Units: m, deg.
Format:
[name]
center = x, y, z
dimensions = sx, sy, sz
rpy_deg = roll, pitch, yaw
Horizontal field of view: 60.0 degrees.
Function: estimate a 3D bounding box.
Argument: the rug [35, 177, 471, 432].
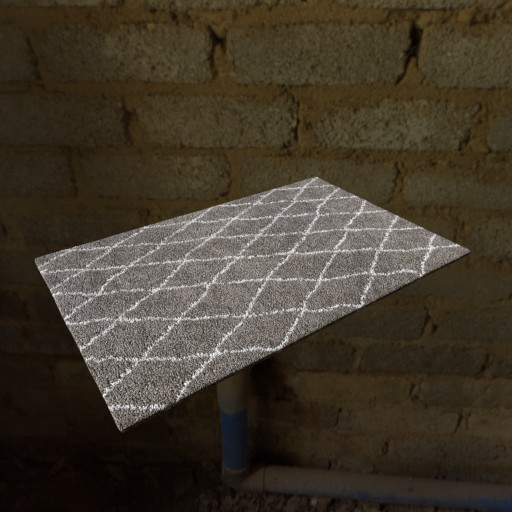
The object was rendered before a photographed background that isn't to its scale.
[rug]
center = 0.000, 0.000, 3.306
dimensions = 2.743, 0.030, 1.778
rpy_deg = -20, 38, -29
